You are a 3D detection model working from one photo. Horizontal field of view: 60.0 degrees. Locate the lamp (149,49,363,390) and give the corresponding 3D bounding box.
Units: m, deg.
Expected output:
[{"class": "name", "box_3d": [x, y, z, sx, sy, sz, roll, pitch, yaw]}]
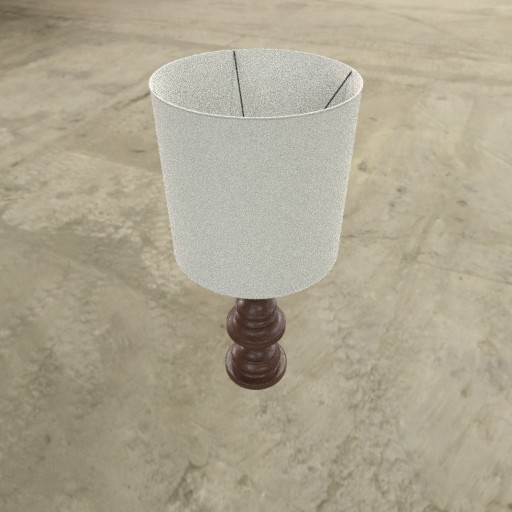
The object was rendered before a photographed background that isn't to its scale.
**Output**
[{"class": "lamp", "box_3d": [0.000, 0.000, 0.581, 0.208, 0.455, 0.208, -24, 45, -26]}]
